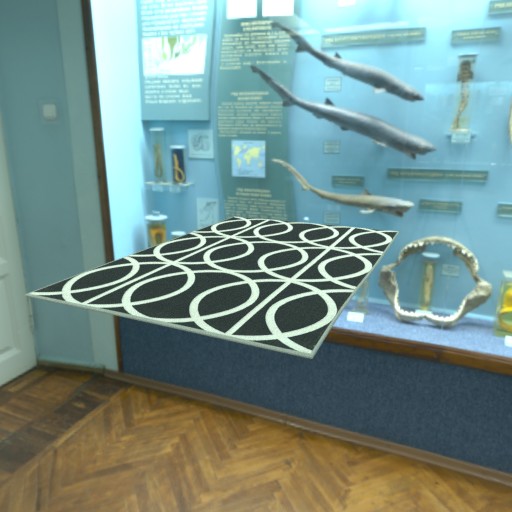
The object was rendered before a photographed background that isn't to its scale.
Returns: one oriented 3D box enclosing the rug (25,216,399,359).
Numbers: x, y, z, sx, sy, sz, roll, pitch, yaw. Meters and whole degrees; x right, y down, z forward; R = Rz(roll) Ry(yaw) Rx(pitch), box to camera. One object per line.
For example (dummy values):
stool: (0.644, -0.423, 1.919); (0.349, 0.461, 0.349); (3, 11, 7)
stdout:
rug: (0.000, 0.000, 2.924); (1.526, 0.014, 2.290); (7, 18, 24)
